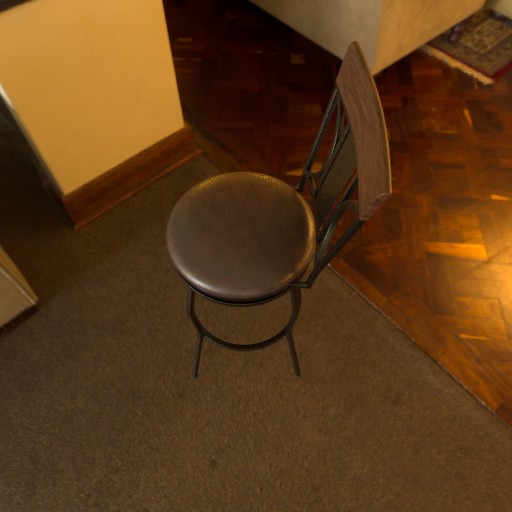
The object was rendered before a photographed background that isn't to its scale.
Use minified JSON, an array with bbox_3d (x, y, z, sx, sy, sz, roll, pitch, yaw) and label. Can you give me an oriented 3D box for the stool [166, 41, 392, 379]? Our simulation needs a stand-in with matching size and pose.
[{"bbox_3d":[0.000,0.000,1.370,0.513,1.130,0.448,-1,58,0],"label":"stool"}]
